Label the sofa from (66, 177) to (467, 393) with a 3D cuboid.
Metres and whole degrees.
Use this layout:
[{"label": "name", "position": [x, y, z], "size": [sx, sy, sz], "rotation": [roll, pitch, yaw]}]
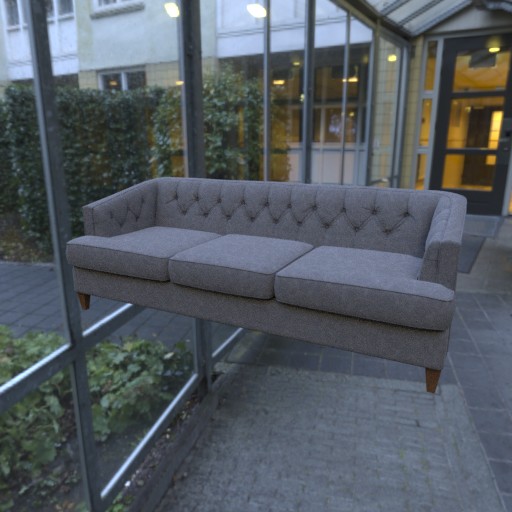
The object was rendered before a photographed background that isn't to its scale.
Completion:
[{"label": "sofa", "position": [0.000, 0.000, 2.658], "size": [2.247, 0.806, 0.917], "rotation": [8, 17, 26]}]
